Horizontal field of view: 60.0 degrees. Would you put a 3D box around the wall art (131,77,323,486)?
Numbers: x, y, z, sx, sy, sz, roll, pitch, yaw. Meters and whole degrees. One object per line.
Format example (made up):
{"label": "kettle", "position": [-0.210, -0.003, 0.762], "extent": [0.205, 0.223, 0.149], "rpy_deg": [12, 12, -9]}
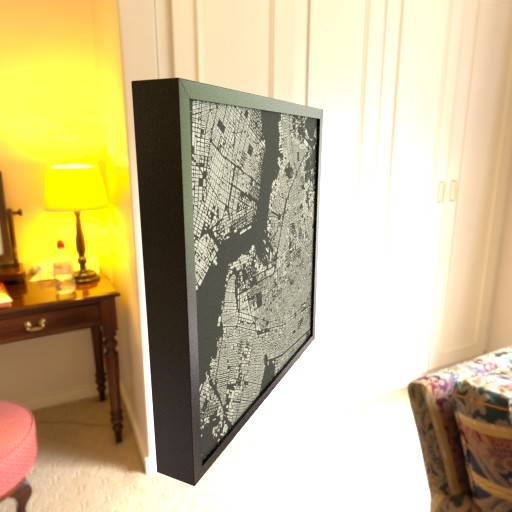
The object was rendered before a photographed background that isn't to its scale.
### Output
{"label": "wall art", "position": [0.000, 0.000, 0.448], "extent": [0.037, 0.299, 0.299], "rpy_deg": [7, 16, 25]}
